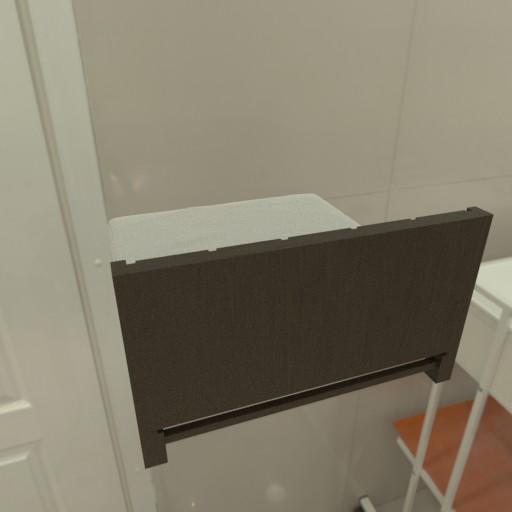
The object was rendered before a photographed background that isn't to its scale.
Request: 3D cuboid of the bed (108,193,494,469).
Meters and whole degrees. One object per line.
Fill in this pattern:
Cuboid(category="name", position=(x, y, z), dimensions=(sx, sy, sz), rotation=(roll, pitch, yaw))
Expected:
Cuboid(category="bed", position=(0.000, 0.000, 3.476), dimensions=(2.143, 1.261, 2.238), rotation=(-9, 29, -17))
